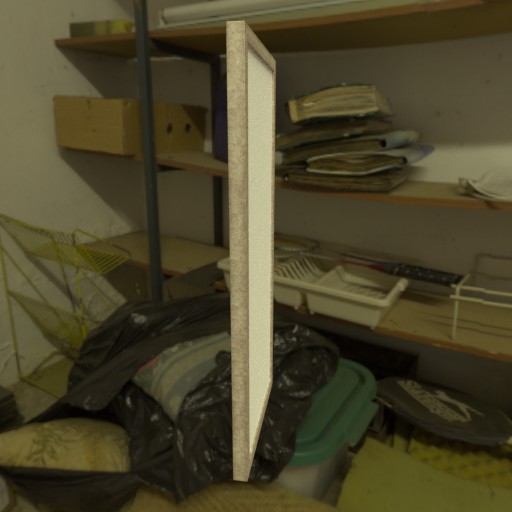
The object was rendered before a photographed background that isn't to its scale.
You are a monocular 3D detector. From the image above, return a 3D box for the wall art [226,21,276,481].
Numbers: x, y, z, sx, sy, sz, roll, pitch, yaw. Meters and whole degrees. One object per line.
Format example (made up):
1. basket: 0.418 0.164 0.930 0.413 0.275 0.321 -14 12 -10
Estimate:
1. wall art: 0.000 0.000 1.673 0.051 1.461 0.648 3 15 9
